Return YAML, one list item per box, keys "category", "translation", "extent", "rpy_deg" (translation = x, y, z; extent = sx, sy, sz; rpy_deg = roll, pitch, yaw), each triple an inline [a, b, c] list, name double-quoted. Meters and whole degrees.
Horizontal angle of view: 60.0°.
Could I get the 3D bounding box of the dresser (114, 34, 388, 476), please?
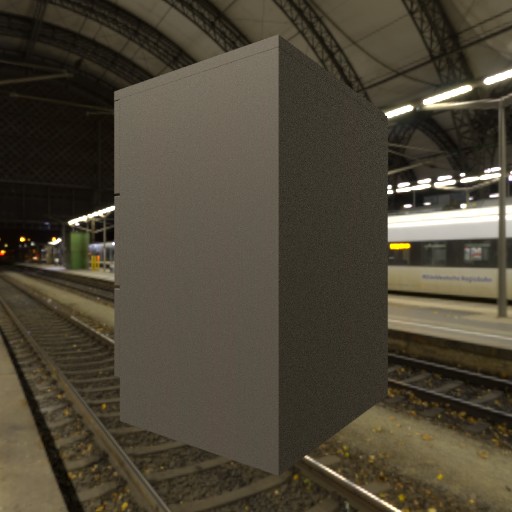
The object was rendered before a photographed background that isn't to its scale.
- category: "dresser"
  translation: [0.000, 0.000, 0.827]
  extent: [0.360, 0.560, 0.400]
  rpy_deg: [0, 0, 36]
